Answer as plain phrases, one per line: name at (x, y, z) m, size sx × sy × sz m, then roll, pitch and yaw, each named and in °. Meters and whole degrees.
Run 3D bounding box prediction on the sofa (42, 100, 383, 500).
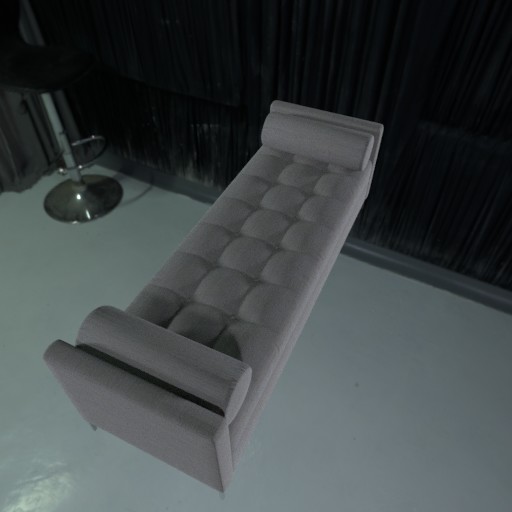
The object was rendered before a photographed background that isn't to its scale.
sofa at (0.000, 0.000, 2.226) m, size 0.686 × 0.635 × 1.981 m, roll 19°, pitch 50°, yaw 17°
